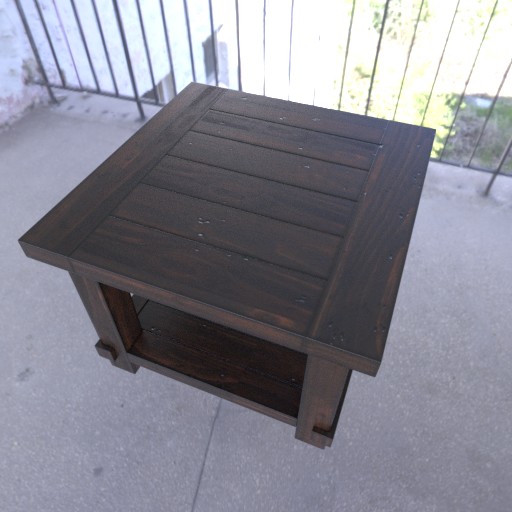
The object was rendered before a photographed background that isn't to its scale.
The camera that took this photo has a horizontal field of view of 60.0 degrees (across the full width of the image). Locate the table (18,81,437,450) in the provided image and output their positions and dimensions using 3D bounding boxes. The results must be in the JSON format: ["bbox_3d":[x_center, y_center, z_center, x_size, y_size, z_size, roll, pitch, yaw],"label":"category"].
[{"bbox_3d":[0.000,0.000,0.994,0.593,0.437,0.606,16,49,15],"label":"table"}]
